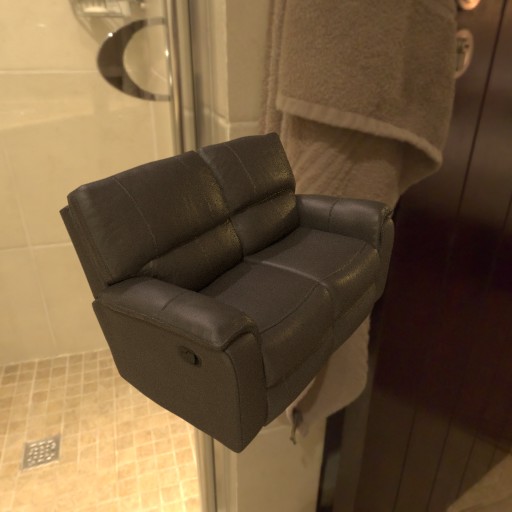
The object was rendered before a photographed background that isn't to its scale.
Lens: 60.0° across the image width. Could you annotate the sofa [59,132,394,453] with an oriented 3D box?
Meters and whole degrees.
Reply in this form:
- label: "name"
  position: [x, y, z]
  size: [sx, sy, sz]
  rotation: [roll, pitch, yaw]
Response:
- label: "sofa"
  position: [0.000, 0.000, 2.519]
  size: [1.104, 1.111, 1.765]
  rotation: [18, 31, 32]
